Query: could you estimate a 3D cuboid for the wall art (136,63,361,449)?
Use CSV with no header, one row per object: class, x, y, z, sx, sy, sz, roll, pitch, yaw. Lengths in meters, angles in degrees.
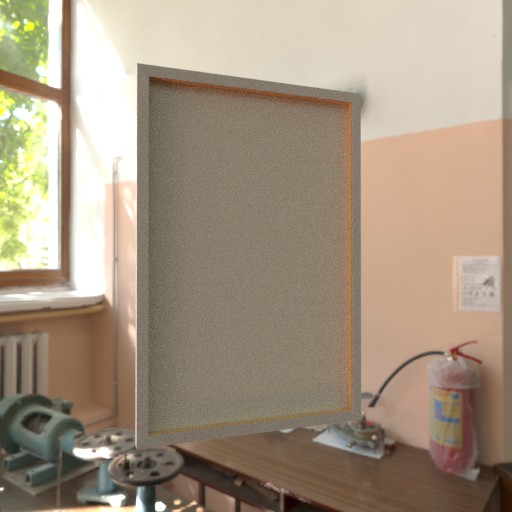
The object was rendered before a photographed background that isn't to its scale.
wall art,0.000,0.000,1.162,0.607,0.912,0.038,0,0,-19
